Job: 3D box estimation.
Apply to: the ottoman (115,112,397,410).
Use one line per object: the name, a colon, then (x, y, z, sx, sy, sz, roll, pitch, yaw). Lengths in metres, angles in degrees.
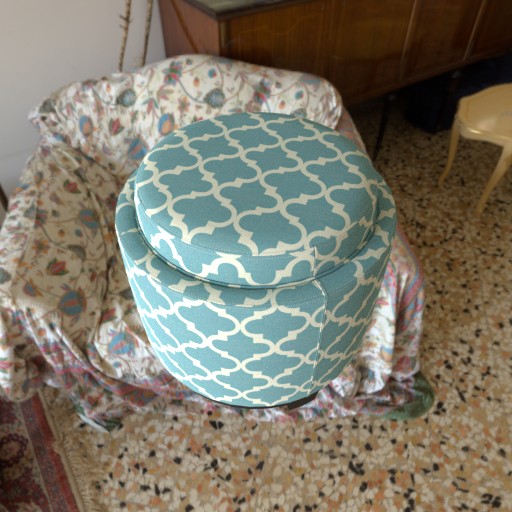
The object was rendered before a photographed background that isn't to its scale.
ottoman: (0.000, 0.000, 0.860, 0.480, 0.429, 0.480, 0, 46, 0)
